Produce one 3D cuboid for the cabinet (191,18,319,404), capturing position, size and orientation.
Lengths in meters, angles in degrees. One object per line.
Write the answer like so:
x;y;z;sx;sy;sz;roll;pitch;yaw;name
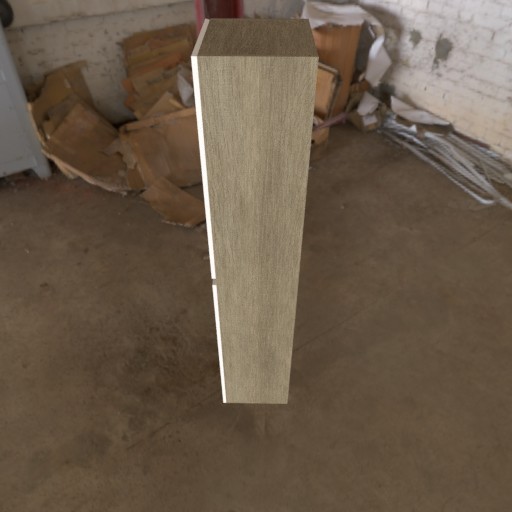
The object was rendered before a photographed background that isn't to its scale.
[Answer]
0.000;0.000;1.515;0.270;1.400;0.300;1;42;1;cabinet
